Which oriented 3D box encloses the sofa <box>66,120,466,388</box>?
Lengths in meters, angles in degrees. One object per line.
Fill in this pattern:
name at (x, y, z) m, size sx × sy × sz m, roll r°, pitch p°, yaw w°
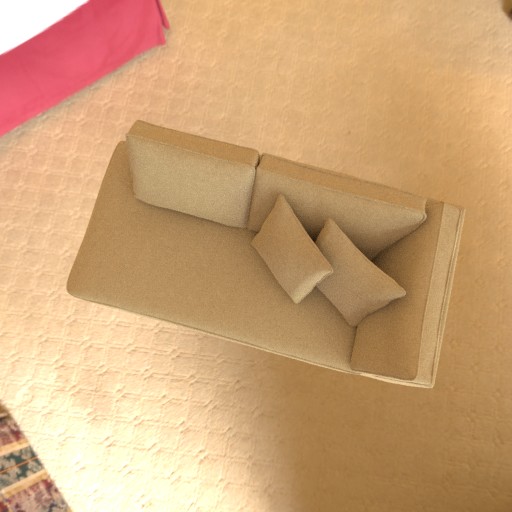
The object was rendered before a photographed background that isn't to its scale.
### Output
sofa at (0.000, 0.000, 2.807) m, size 2.237 × 1.033 × 1.110 m, roll 15°, pitch 77°, yaw 4°
